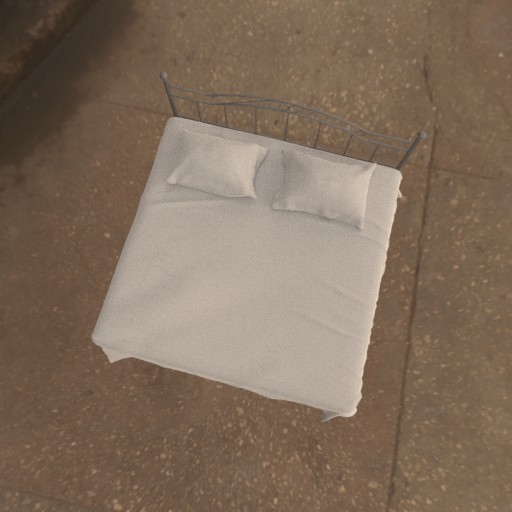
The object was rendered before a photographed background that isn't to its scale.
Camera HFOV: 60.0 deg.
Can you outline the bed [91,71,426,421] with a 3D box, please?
[{"bbox_3d":[0.000,0.000,3.528,2.309,1.080,2.220,14,76,4],"label":"bed"}]
